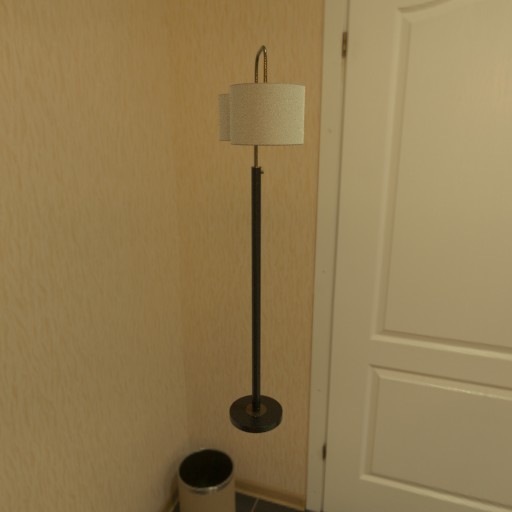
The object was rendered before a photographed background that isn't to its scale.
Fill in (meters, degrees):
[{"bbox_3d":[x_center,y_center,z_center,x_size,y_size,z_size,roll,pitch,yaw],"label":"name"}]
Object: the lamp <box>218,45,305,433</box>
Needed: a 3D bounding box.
[{"bbox_3d":[0.000,0.000,1.892,0.254,1.587,0.711,-3,16,-9],"label":"lamp"}]
